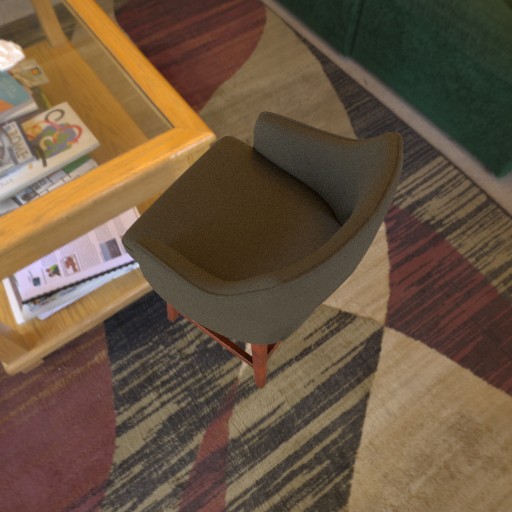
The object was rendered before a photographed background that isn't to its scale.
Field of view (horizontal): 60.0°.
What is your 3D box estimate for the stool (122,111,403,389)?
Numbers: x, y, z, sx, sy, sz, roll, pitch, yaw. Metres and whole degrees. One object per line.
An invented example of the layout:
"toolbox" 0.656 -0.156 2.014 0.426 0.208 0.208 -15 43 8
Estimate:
"stool" 0.000 0.000 1.262 0.558 0.912 0.548 33 67 16
